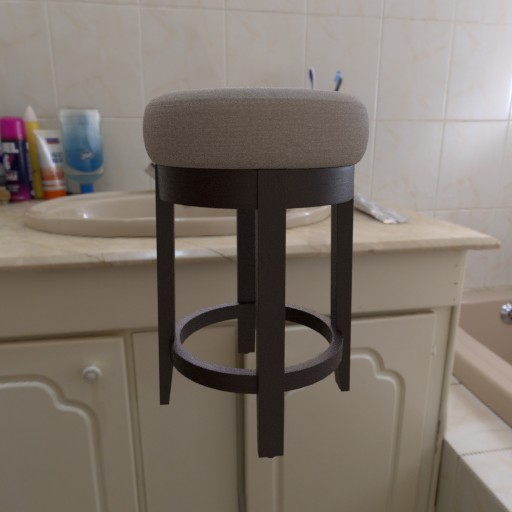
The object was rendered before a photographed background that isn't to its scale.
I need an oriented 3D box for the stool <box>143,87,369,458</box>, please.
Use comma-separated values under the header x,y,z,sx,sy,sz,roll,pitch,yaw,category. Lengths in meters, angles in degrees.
x,y,z,sx,sy,sz,roll,pitch,yaw,category
0.000,0.000,0.959,0.443,0.672,0.443,0,15,0,stool
